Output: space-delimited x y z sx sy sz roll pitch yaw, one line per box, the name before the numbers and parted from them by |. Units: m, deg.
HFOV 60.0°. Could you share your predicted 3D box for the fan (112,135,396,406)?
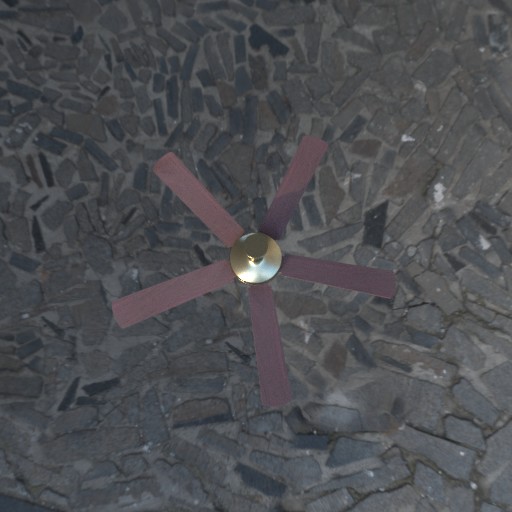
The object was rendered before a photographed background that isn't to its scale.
fan | 0.000 0.000 2.027 1.321 0.356 1.321 2 77 0
